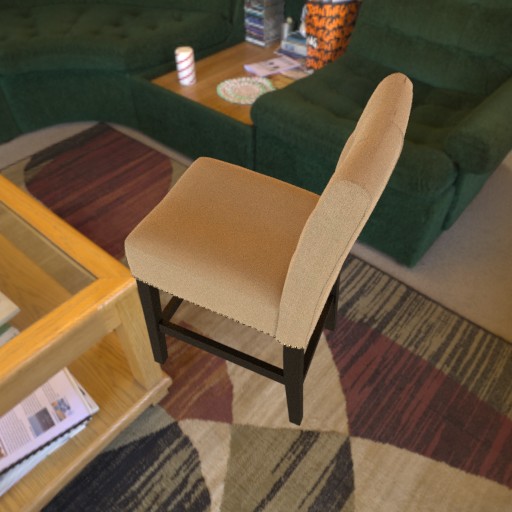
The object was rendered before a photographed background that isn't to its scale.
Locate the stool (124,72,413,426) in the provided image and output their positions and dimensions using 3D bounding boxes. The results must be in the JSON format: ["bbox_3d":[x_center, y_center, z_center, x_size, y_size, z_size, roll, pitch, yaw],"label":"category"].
[{"bbox_3d":[0.000,0.000,1.157,0.571,0.885,0.427,17,48,15],"label":"stool"}]
